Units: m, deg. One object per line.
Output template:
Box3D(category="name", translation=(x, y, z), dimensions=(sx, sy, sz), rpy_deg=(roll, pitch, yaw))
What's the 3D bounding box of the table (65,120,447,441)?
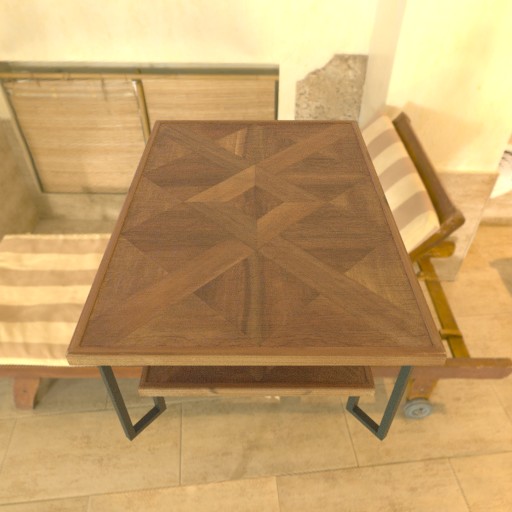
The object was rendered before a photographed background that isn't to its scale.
Box3D(category="table", translation=(0.000, 0.000, 1.635), dimensions=(0.877, 0.492, 1.238), rpy_deg=(0, 42, 0))
